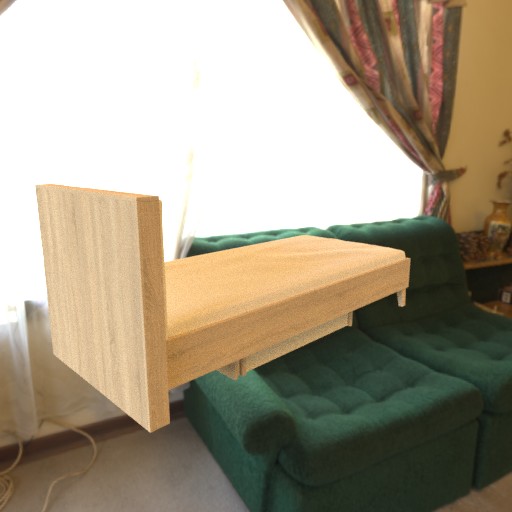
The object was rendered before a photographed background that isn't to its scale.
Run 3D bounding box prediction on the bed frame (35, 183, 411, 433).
[{"bbox_3d":[0.000,0.000,2.713,2.140,0.920,0.990,-12,18,-43],"label":"bed frame"}]
